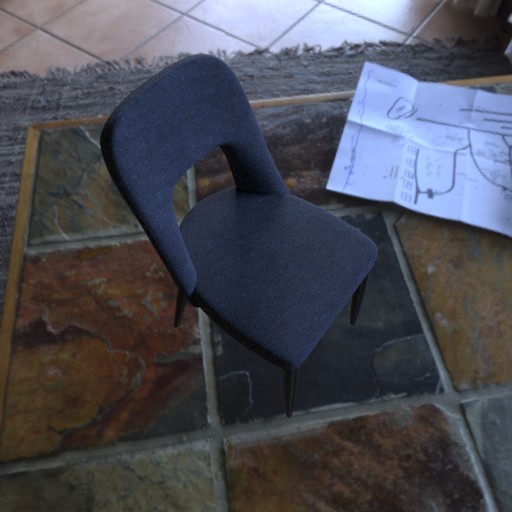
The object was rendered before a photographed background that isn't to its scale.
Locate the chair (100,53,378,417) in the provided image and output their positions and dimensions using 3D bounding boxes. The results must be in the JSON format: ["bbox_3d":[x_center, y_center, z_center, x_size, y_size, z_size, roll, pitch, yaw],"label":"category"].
[{"bbox_3d":[0.000,0.000,1.279,0.612,0.931,0.470,33,64,19],"label":"chair"}]
